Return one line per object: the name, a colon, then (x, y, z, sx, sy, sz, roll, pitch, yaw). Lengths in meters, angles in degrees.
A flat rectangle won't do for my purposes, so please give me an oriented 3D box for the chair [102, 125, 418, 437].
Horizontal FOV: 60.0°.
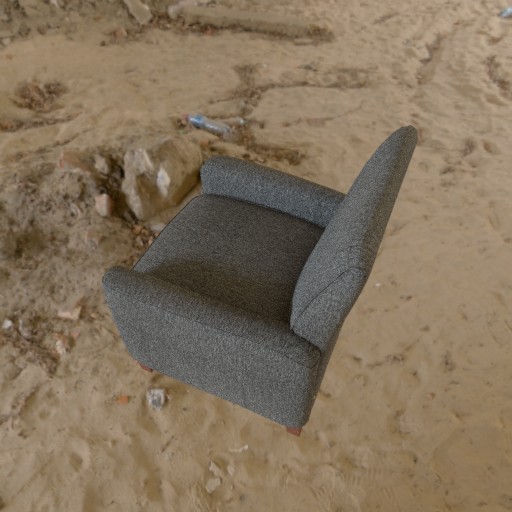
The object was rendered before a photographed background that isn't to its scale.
chair: (0.000, 0.000, 1.665, 0.864, 1.014, 0.848, 18, 49, 16)
